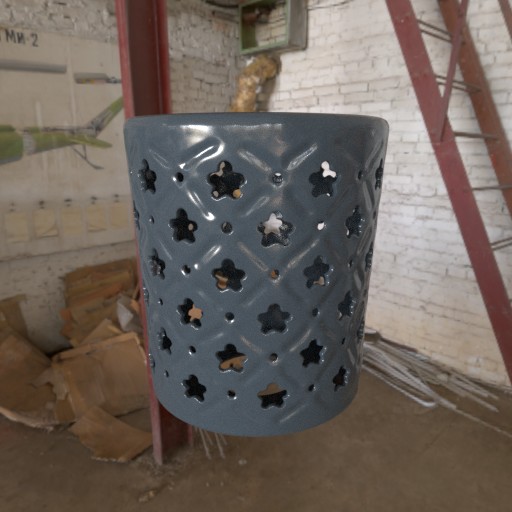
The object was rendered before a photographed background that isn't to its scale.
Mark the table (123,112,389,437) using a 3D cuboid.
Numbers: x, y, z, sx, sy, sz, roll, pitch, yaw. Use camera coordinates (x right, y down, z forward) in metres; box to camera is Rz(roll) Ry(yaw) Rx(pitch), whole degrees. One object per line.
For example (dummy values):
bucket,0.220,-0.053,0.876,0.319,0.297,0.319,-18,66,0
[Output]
table,0.000,0.000,0.651,0.352,0.387,0.352,0,14,0
